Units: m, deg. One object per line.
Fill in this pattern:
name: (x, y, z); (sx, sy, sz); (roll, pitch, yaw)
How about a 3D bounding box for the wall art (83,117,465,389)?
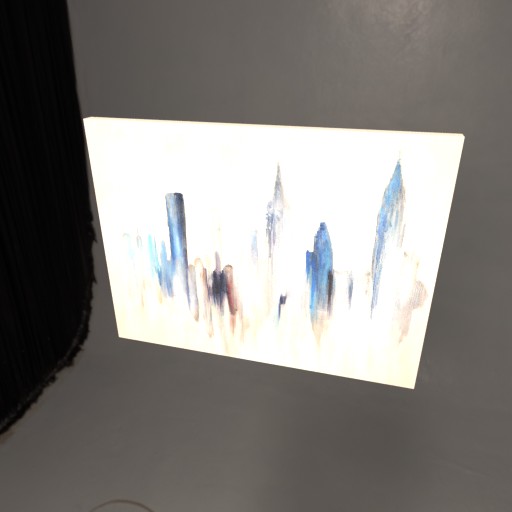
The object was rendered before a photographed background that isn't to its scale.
wall art: (0.000, 0.000, 1.333); (1.016, 0.762, 0.038); (7, 27, 14)
